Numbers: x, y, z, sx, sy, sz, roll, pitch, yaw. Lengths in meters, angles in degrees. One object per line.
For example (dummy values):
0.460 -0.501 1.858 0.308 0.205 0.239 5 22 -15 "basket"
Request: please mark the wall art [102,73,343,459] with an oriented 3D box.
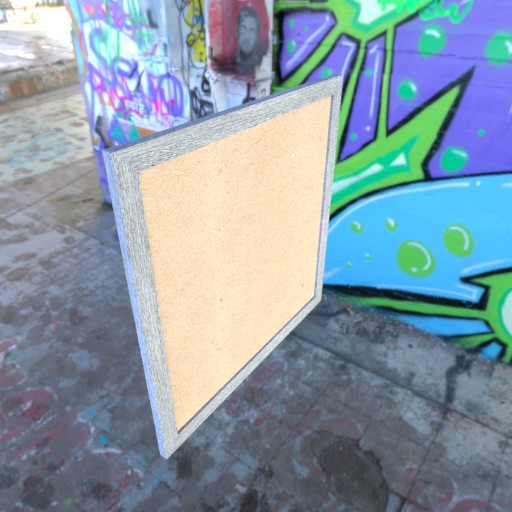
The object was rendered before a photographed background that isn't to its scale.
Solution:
0.000 0.000 1.014 0.020 0.685 0.685 21 38 30 "wall art"
